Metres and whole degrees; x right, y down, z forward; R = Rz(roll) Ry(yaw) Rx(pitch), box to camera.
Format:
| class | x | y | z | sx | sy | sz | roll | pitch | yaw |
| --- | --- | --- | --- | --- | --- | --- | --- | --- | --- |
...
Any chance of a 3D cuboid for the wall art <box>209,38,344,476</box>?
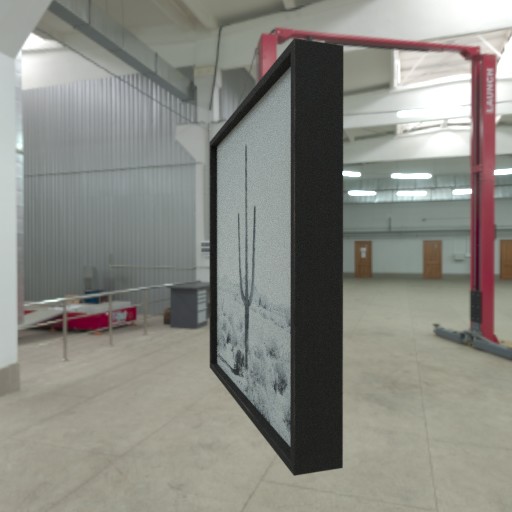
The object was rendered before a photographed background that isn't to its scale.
| class | x | y | z | sx | sy | sz | roll | pitch | yaw |
| --- | --- | --- | --- | --- | --- | --- | --- | --- | --- |
| wall art | 0.000 | 0.000 | 0.460 | 0.038 | 0.305 | 0.305 | 0 | 1 | -17 |
